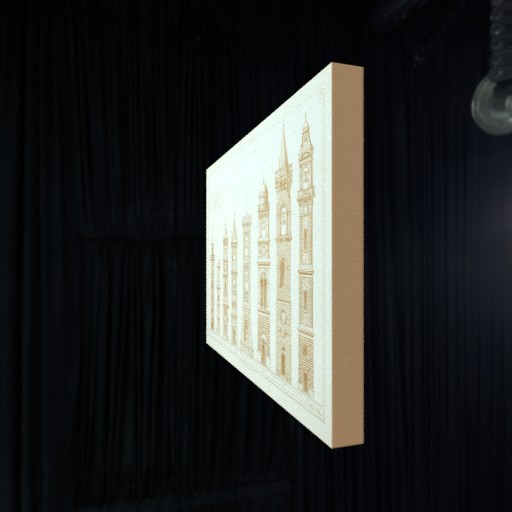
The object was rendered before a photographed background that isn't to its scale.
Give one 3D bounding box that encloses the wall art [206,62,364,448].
[{"bbox_3d":[0.000,0.000,0.762,0.039,0.407,0.609,0,0,-19],"label":"wall art"}]
